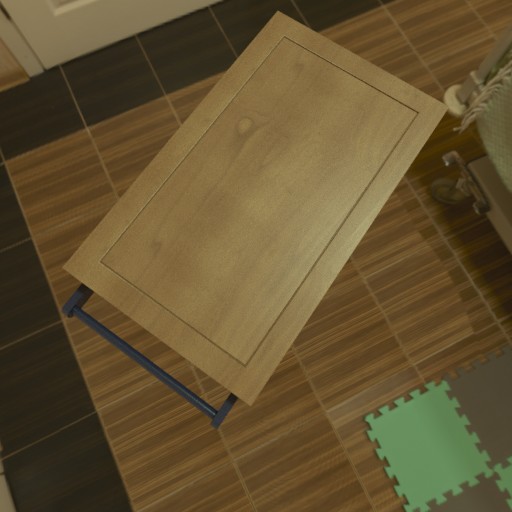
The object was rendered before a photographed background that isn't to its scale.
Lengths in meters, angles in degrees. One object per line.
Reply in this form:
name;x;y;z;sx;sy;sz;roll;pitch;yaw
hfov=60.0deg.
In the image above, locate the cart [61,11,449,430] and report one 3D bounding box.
cart;0.000;0.000;1.351;0.459;0.901;0.840;34;77;9
